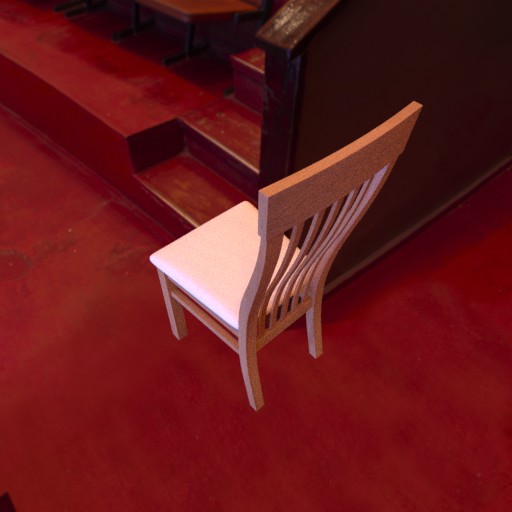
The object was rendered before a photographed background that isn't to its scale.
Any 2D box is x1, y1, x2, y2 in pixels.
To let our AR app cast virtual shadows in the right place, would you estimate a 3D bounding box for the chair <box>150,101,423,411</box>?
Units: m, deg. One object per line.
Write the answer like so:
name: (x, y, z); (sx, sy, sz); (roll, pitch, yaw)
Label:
chair: (0.000, 0.000, 1.355); (0.450, 1.050, 0.580); (-34, 55, -27)
